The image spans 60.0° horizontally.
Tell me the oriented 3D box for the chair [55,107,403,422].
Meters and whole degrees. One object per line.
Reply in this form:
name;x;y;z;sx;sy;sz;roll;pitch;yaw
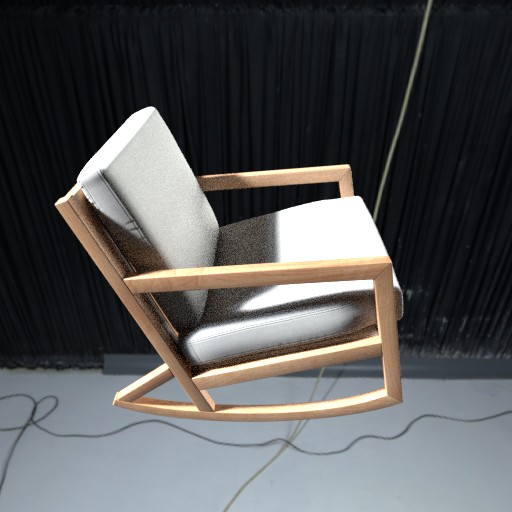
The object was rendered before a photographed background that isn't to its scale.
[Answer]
chair;0.000;0.000;1.384;0.857;0.790;0.622;1;32;1
